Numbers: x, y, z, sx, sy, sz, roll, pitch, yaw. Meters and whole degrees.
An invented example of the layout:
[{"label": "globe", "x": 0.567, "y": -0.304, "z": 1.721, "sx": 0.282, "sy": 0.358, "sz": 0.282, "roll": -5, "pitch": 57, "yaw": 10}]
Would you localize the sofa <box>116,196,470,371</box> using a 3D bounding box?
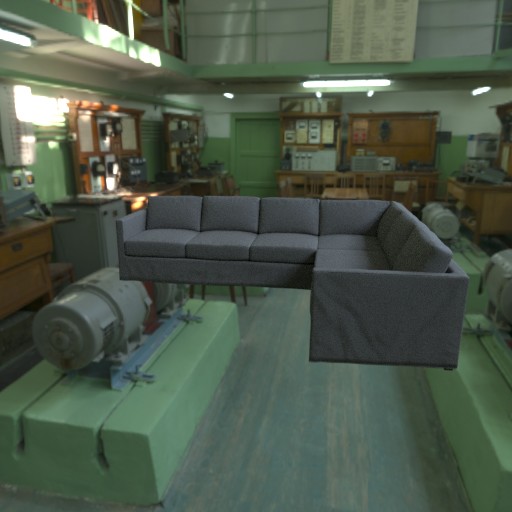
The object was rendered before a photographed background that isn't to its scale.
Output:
[{"label": "sofa", "x": 0.000, "y": 0.000, "z": 4.294, "sx": 3.182, "sy": 0.871, "sz": 2.432, "roll": 2, "pitch": 16, "yaw": 9}]
